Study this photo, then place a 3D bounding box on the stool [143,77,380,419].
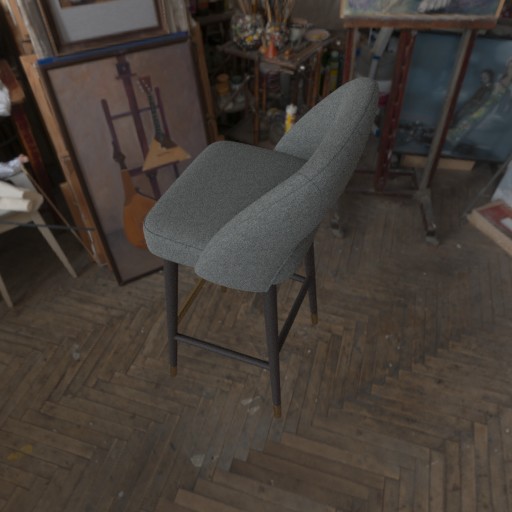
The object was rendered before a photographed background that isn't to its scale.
[{"bbox_3d":[0.000,0.000,1.365,0.524,1.089,0.536,17,49,15],"label":"stool"}]
